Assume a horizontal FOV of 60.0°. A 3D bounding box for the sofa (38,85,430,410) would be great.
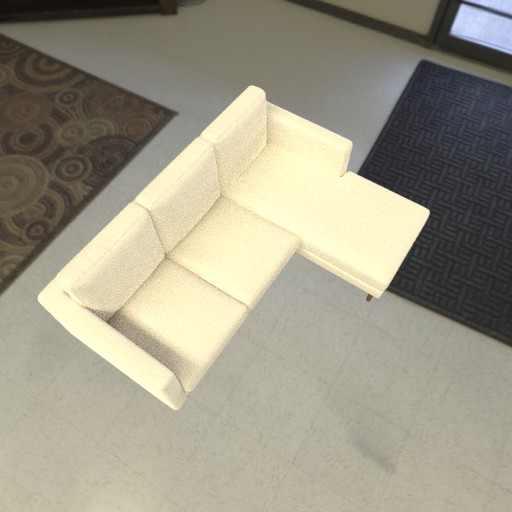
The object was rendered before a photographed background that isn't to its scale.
[{"bbox_3d":[0.000,0.000,2.824,1.580,0.899,2.029,30,64,16],"label":"sofa"}]
